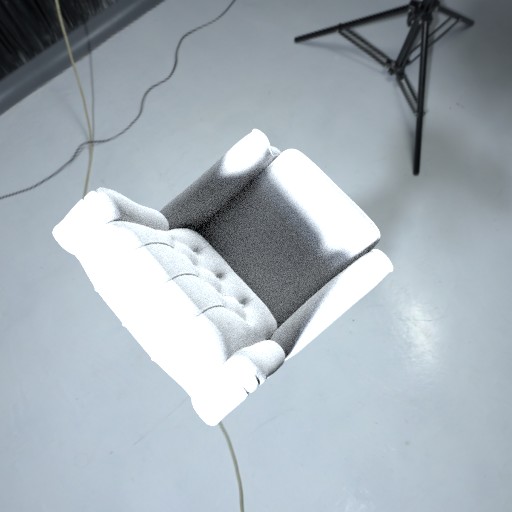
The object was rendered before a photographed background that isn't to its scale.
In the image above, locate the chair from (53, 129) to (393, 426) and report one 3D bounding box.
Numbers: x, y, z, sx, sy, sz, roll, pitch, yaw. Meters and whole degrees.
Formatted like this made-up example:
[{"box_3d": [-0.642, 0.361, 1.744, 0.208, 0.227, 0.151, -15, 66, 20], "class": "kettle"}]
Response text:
[{"box_3d": [0.000, 0.000, 1.626, 0.902, 1.035, 0.742, -41, 79, -10], "class": "chair"}]
